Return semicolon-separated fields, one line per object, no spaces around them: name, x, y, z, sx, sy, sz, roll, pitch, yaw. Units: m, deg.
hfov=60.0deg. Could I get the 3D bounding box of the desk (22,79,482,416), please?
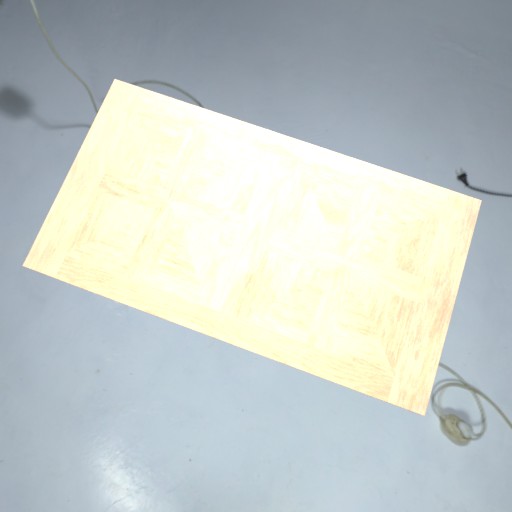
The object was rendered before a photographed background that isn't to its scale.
desk;0.000;0.000;1.998;1.499;0.762;0.813;20;78;4
